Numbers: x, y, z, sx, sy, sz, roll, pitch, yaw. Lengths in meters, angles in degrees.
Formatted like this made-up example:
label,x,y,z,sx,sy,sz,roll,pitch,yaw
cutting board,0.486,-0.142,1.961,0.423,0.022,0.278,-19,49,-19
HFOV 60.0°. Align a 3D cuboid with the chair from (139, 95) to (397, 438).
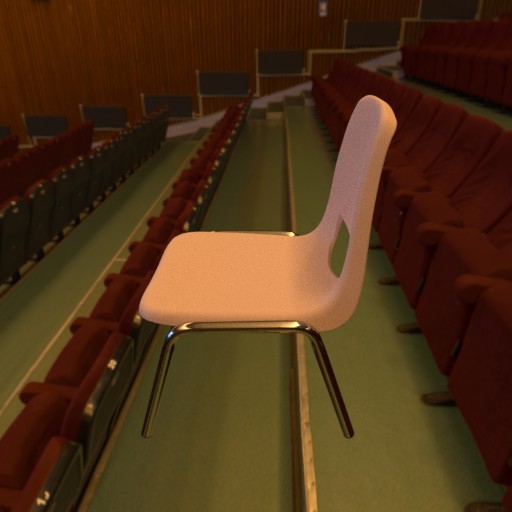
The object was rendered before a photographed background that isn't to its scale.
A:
label,x,y,z,sx,sy,sz,roll,pitch,yaw
chair,0.000,0.000,0.790,0.385,0.537,0.354,1,27,2
